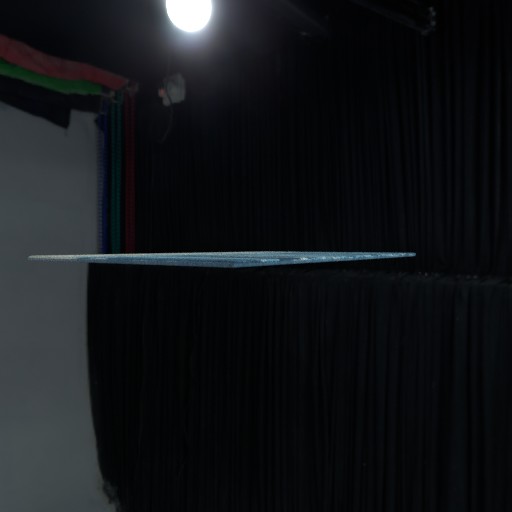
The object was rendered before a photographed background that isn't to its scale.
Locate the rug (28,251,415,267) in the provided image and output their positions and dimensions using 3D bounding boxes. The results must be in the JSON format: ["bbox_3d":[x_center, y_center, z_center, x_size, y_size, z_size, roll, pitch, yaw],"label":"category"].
[{"bbox_3d":[0.000,0.000,3.105,1.540,0.027,2.450,1,2,35],"label":"rug"}]
